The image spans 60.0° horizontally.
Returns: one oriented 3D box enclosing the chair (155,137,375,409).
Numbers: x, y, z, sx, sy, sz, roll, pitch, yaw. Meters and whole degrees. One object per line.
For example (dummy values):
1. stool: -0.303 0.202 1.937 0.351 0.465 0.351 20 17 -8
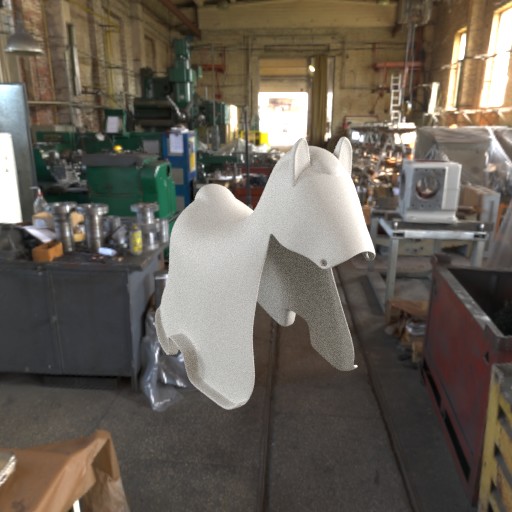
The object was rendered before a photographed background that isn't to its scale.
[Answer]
1. chair: 0.000 0.000 1.160 0.429 0.612 0.800 -9 19 -28
